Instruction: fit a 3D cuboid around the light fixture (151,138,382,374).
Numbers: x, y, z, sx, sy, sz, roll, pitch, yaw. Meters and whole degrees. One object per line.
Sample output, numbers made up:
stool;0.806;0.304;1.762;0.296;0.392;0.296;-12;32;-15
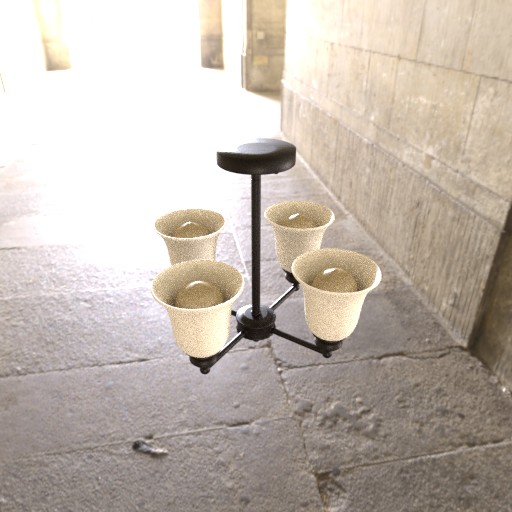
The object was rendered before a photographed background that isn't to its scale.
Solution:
light fixture;0.000;0.000;1.884;1.069;0.925;1.069;19;34;30
